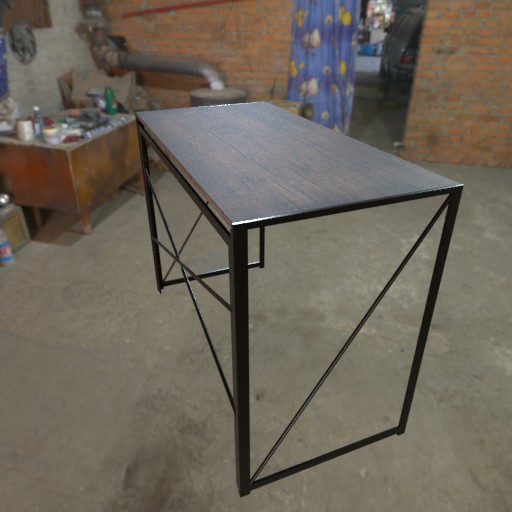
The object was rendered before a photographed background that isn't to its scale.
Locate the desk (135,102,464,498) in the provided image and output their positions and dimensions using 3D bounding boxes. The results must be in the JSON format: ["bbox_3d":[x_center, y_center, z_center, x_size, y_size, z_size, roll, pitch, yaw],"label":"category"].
[{"bbox_3d":[0.000,0.000,1.415,0.505,0.747,1.015,-11,31,-20],"label":"desk"}]
